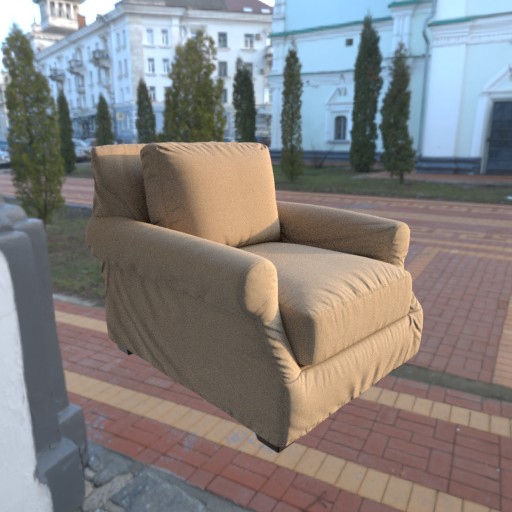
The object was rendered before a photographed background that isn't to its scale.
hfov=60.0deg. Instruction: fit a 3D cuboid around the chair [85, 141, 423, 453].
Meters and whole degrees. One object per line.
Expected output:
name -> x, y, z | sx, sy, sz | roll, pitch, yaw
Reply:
chair -> 0.000, 0.000, 1.730 | 0.940, 0.866, 1.066 | -14, 20, -43
